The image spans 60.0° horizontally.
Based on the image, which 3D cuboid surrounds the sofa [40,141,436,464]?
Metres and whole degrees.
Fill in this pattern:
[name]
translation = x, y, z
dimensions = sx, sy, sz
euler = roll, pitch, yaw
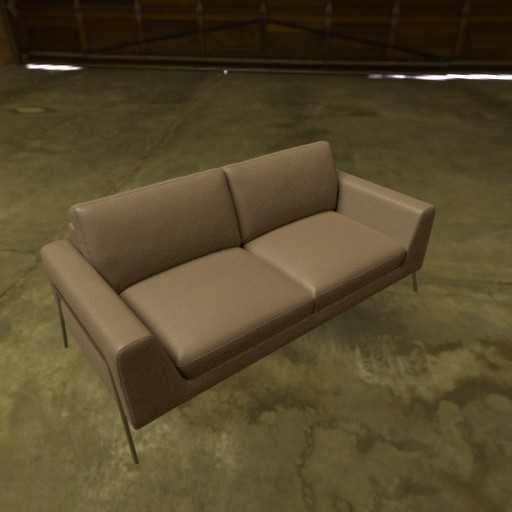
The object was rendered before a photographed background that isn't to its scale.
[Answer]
[sofa]
translation = 0.000, 0.000, 2.490
dimensions = 2.017, 0.875, 0.953
euler = -22, 38, -32
